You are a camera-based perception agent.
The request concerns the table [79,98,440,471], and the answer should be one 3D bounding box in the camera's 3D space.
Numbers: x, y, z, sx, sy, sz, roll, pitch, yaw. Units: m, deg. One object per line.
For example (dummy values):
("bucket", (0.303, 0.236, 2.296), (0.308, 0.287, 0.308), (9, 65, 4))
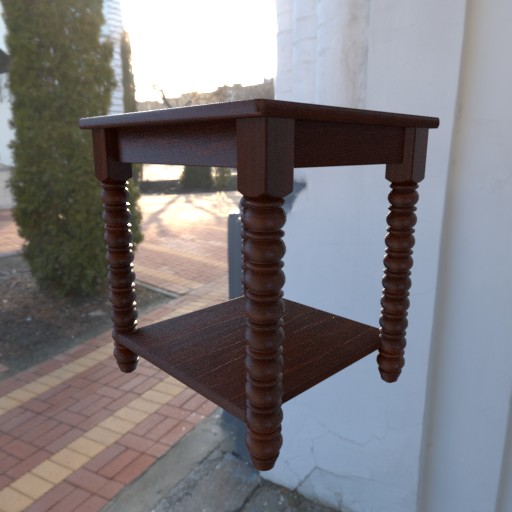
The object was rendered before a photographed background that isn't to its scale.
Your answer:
("table", (0.000, 0.000, 0.953), (0.500, 0.567, 0.533), (-13, 19, -43))
